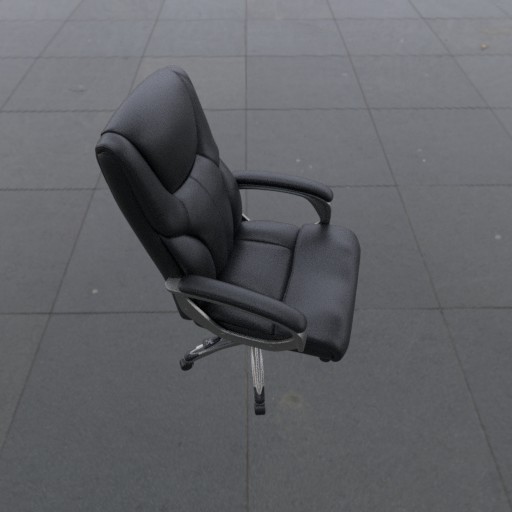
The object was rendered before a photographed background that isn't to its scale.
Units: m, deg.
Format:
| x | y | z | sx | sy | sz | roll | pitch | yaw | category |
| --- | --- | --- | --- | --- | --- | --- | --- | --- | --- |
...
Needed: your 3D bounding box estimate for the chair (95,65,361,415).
| x | y | z | sx | sy | sz | roll | pitch | yaw | category |
| --- | --- | --- | --- | --- | --- | --- | --- | --- | --- |
| 0.000 | 0.000 | 1.574 | 0.739 | 1.155 | 0.663 | 10 | 48 | 10 | chair |
